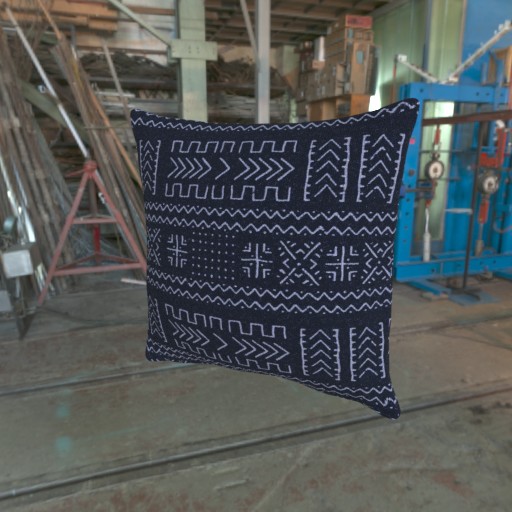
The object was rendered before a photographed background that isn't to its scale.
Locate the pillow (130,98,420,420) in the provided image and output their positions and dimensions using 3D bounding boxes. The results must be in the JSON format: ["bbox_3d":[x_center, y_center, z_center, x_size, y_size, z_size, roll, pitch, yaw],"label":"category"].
[{"bbox_3d":[0.000,0.000,0.654,0.438,0.430,0.164,6,15,25],"label":"pillow"}]
